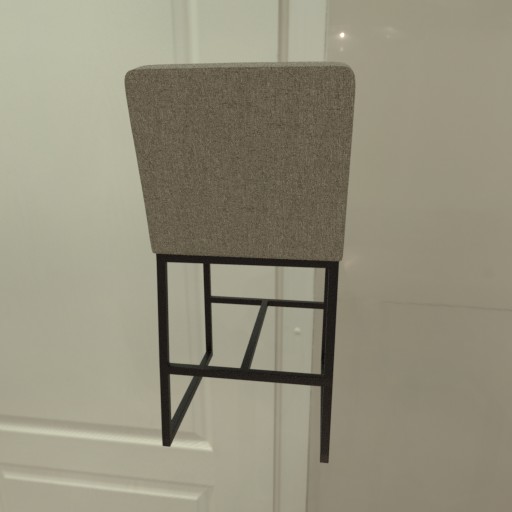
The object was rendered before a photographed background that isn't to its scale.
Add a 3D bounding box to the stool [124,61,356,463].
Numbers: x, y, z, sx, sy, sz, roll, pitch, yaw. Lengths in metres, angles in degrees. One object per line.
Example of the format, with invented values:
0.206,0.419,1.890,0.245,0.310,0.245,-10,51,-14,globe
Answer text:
0.000,0.000,1.234,0.460,0.940,0.560,2,17,8,stool
